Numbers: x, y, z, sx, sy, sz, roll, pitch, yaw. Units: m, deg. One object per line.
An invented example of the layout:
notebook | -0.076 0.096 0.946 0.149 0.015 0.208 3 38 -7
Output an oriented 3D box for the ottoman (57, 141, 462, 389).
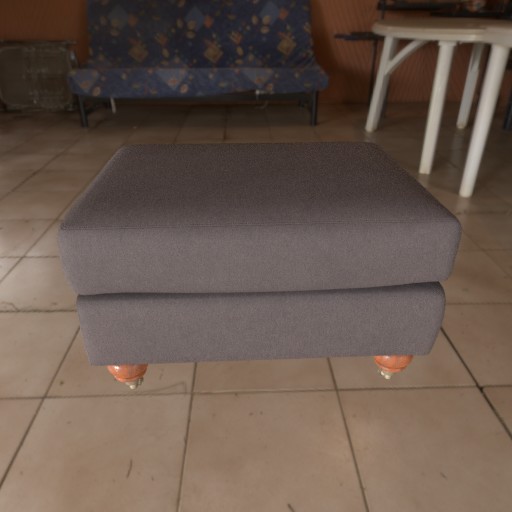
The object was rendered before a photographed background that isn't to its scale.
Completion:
ottoman | 0.000 0.000 1.131 0.773 0.497 0.574 -1 29 -3
